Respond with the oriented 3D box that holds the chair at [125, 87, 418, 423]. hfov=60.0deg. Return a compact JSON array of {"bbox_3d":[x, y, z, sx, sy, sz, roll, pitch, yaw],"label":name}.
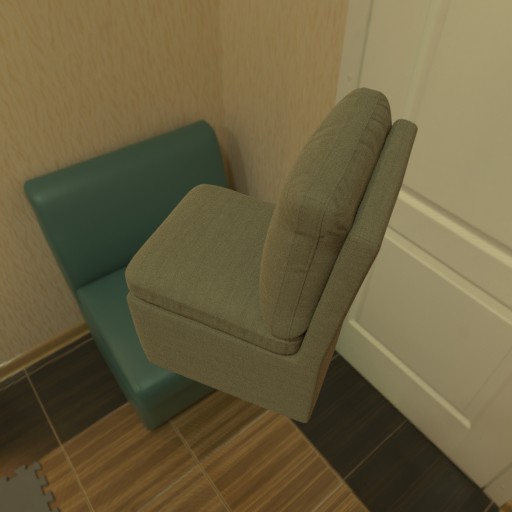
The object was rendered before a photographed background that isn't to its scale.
[{"bbox_3d":[0.000,0.000,1.337,0.698,0.927,0.503,17,48,16],"label":"chair"}]
